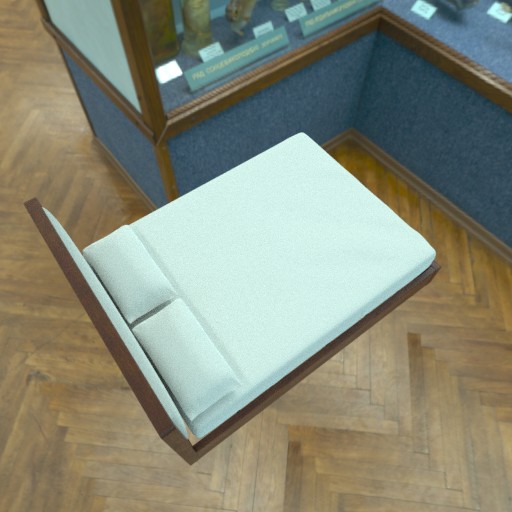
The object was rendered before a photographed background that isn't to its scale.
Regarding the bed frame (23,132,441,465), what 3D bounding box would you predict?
[{"bbox_3d":[0.000,0.000,3.073,2.171,1.279,1.587,-32,64,-18],"label":"bed frame"}]
